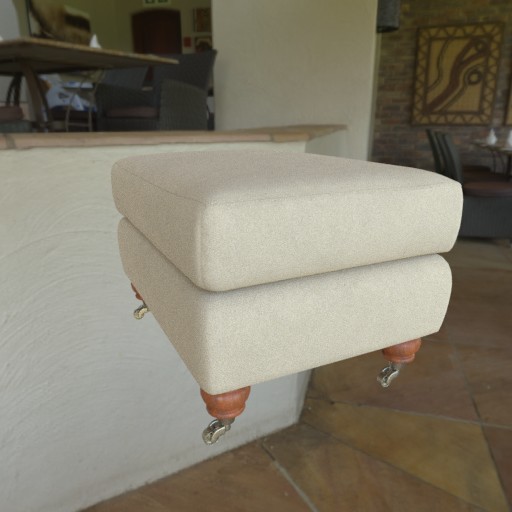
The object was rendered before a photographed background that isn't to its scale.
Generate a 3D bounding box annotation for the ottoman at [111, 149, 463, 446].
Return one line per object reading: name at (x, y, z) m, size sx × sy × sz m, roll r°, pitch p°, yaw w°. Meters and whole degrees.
ottoman at (0.000, 0.000, 1.117) m, size 0.569 × 0.504 × 0.773 m, roll -8°, pitch 19°, yaw -25°
